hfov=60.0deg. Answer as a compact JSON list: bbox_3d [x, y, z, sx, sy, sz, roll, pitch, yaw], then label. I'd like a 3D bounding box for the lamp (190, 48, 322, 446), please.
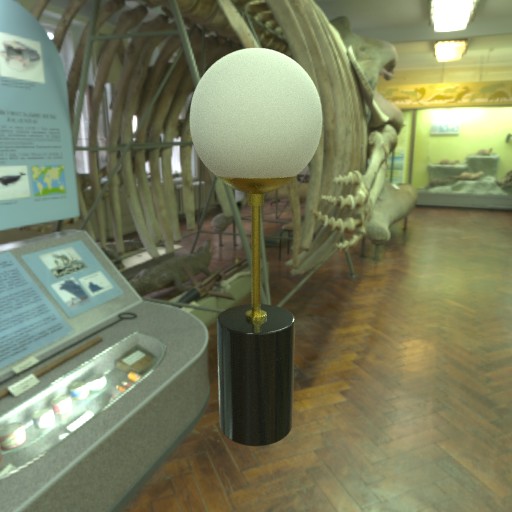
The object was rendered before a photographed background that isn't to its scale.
[{"bbox_3d":[0.000,0.000,0.559,0.153,0.480,0.153,0,14,0],"label":"lamp"}]
